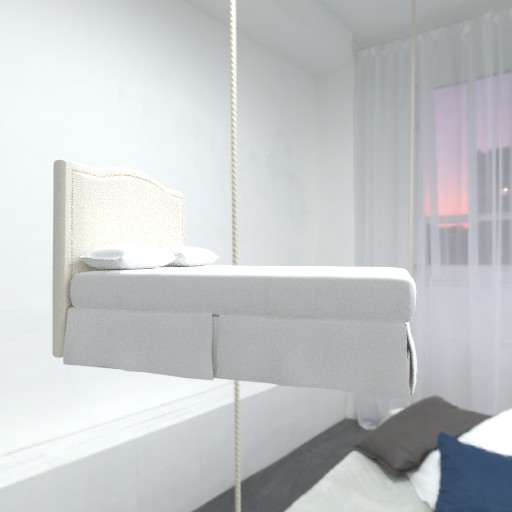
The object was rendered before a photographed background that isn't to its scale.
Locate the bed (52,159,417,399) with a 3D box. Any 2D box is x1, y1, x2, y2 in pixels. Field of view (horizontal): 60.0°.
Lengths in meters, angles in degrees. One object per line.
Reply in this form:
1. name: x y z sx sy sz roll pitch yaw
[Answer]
1. bed: 0.000 0.000 3.385 2.282 1.436 1.821 0 0 18
